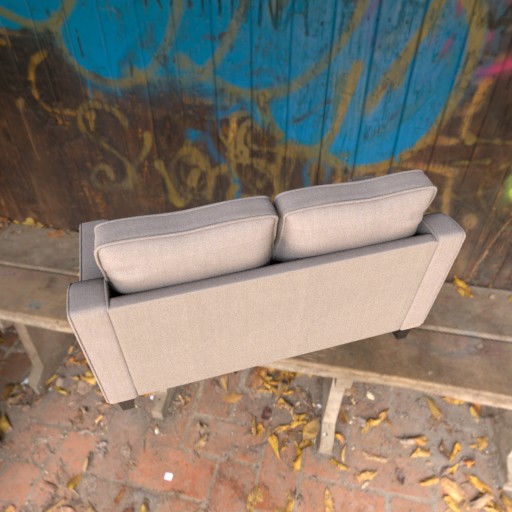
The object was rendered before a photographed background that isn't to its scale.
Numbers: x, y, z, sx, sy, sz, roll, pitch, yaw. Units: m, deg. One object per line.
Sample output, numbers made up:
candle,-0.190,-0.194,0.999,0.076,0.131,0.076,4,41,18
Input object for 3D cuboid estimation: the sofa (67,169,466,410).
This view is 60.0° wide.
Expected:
sofa,0.000,0.000,2.028,1.500,0.948,0.791,-11,42,-12
